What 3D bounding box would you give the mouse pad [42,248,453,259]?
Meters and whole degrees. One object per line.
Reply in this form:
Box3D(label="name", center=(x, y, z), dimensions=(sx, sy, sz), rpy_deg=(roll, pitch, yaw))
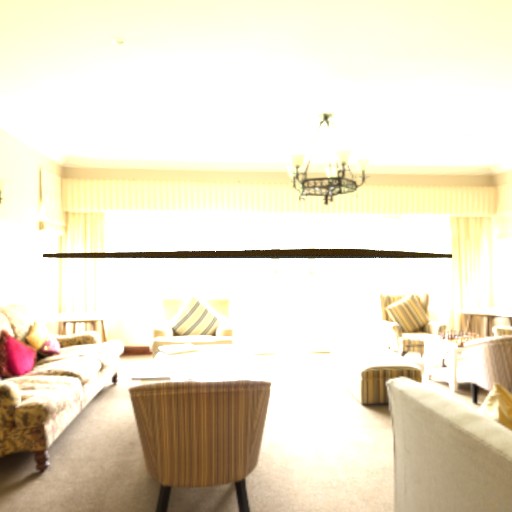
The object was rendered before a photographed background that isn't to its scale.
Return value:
Box3D(label="mouse pad", center=(0.000, 0.000, 0.317), dimensions=(0.229, 0.003, 0.203), rpy_deg=(0, -1, 35))
